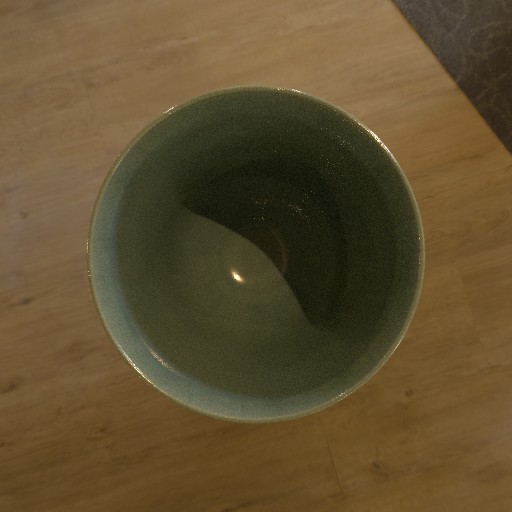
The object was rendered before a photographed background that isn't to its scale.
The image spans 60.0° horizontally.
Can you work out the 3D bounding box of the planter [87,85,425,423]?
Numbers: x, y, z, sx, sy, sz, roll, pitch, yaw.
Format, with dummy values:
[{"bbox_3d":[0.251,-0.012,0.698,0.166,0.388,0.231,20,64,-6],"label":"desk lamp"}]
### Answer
[{"bbox_3d":[0.000,0.000,0.365,0.198,0.214,0.198,0,89,0],"label":"planter"}]
